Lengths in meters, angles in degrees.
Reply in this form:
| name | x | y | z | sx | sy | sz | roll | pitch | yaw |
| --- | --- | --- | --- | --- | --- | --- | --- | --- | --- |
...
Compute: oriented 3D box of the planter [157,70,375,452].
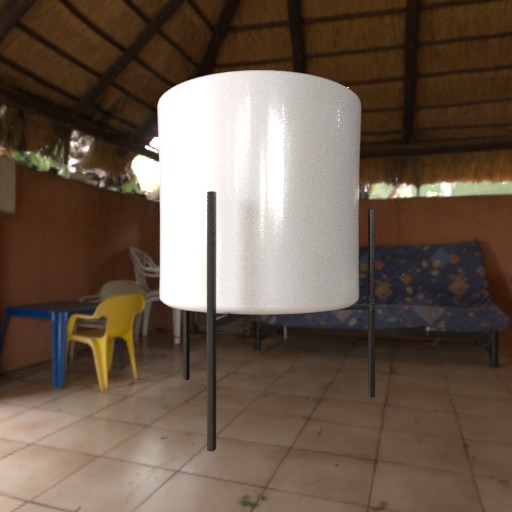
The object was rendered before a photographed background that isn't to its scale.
| name | x | y | z | sx | sy | sz | roll | pitch | yaw |
| --- | --- | --- | --- | --- | --- | --- | --- | --- | --- |
| planter | 0.000 | 0.000 | 0.715 | 0.360 | 0.480 | 0.361 | 0 | 0 | 18 |
